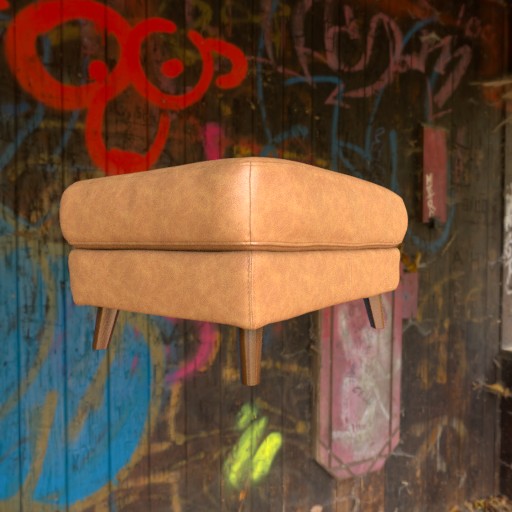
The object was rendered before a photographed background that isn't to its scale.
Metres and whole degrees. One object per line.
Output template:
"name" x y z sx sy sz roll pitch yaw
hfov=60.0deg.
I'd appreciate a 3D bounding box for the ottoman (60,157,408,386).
"ottoman" 0.000 0.000 1.257 0.630 0.461 0.869 1 2 36
